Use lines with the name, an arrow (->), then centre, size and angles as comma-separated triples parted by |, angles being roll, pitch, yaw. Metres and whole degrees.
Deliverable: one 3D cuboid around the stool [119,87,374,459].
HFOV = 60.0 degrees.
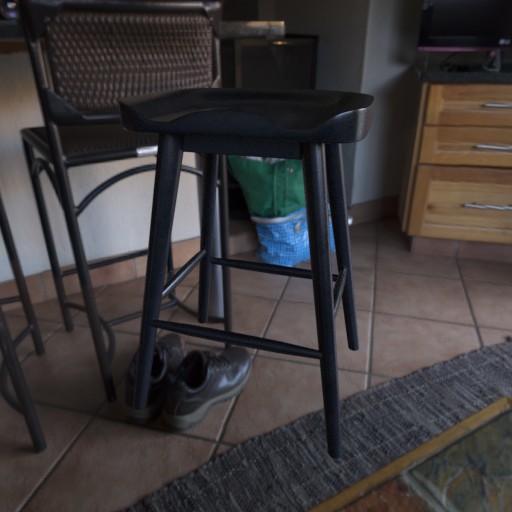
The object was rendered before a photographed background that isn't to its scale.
stool -> 0.000, 0.000, 0.898 | 0.440, 0.615, 0.361 | 7, 26, 15
